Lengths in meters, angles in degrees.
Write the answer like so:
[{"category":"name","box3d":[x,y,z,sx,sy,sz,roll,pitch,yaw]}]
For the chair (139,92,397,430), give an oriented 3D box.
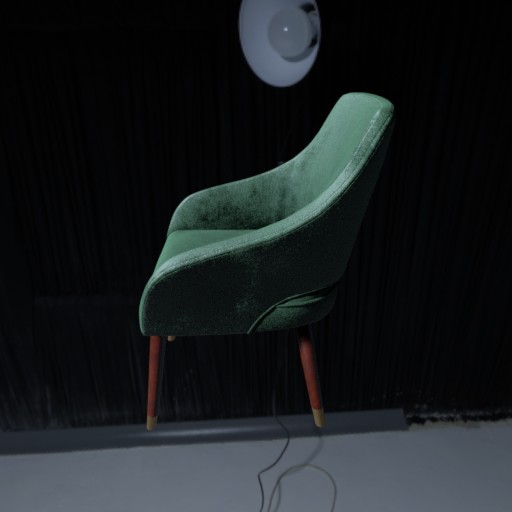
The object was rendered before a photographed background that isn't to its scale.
[{"category":"chair","box3d":[0.000,0.000,1.591,0.794,1.081,0.683,-1,25,-2]}]
